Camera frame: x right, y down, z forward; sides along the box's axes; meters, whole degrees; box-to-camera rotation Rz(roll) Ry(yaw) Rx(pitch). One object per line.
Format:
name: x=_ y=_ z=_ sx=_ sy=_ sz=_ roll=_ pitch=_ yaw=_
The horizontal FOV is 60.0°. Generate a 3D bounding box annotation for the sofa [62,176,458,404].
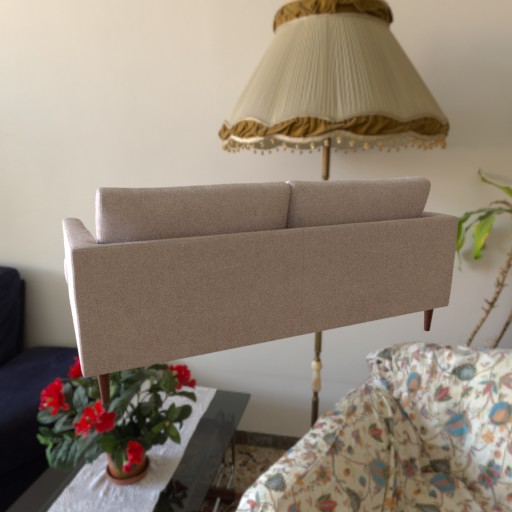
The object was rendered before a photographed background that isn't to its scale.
sofa: x=0.000 y=0.000 z=2.465 sx=1.948 sy=0.868 sz=1.020 roll=-6 pitch=15 yaw=-24
